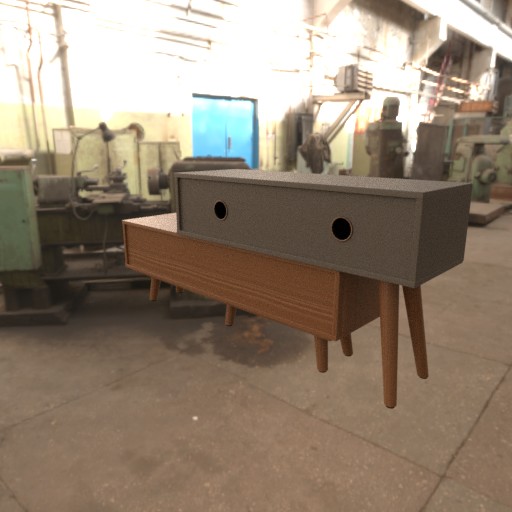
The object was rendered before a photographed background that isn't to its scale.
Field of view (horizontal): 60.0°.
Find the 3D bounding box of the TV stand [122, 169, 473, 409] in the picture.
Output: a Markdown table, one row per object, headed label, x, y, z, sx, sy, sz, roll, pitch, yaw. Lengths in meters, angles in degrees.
| label | x | y | z | sx | sy | sz | roll | pitch | yaw |
| --- | --- | --- | --- | --- | --- | --- | --- | --- | --- |
| TV stand | 0.000 | 0.000 | 1.618 | 1.336 | 0.591 | 0.329 | 13 | 20 | 42 |
